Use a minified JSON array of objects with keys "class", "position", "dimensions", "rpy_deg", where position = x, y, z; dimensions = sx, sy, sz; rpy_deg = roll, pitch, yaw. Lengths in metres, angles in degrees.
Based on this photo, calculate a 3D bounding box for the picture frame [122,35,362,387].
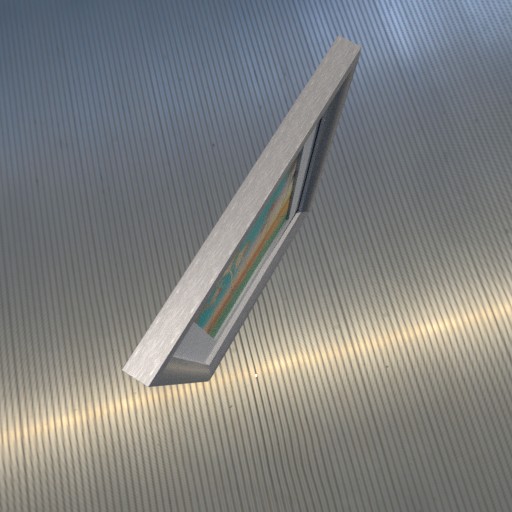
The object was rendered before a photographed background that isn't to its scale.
[{"class":"picture frame","position":[0.000,0.000,0.529],"dimensions":[0.027,0.378,0.327],"rpy_deg":[30,77,8]}]
